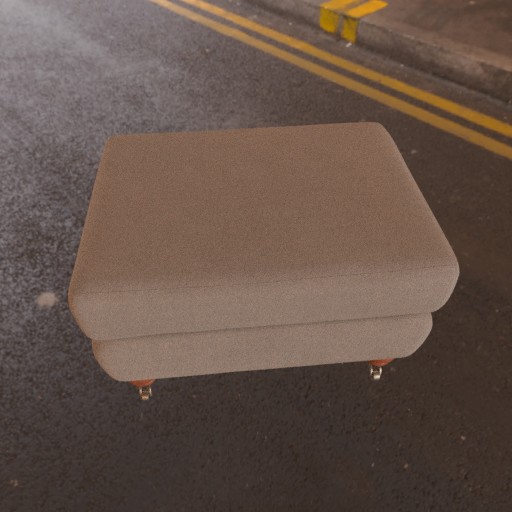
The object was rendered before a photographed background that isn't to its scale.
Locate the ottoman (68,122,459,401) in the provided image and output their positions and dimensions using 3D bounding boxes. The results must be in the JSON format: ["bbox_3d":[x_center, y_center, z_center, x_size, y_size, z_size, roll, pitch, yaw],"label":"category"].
[{"bbox_3d":[0.000,0.000,1.157,0.773,0.504,0.569,-4,48,-4],"label":"ottoman"}]
